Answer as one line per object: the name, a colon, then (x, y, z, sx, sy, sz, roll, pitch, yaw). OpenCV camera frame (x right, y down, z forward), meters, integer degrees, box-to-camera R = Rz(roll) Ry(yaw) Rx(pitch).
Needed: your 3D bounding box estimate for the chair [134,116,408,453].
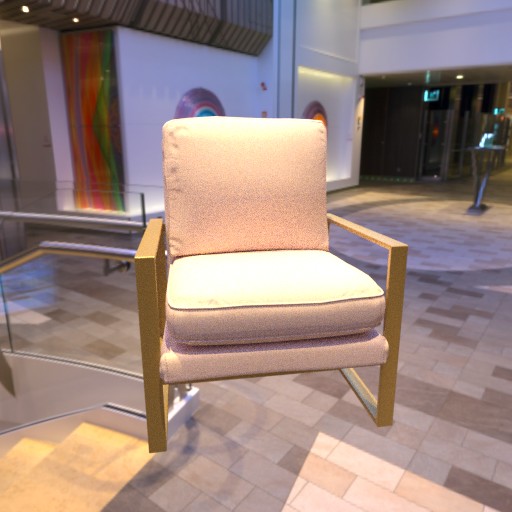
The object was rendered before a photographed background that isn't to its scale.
chair: (0.000, 0.000, 1.568, 0.758, 0.956, 0.813, -3, 16, -9)
